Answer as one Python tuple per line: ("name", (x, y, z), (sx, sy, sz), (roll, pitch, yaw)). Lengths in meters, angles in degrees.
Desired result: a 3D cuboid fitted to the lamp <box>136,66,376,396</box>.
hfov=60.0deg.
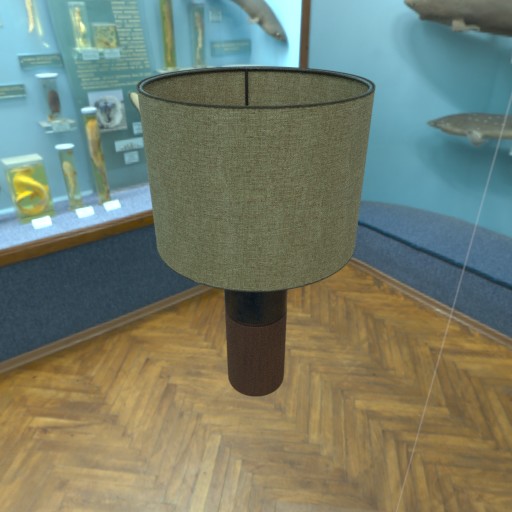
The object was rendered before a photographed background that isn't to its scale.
("lamp", (0.000, 0.000, 0.472), (0.202, 0.350, 0.202), (0, 30, 0))
